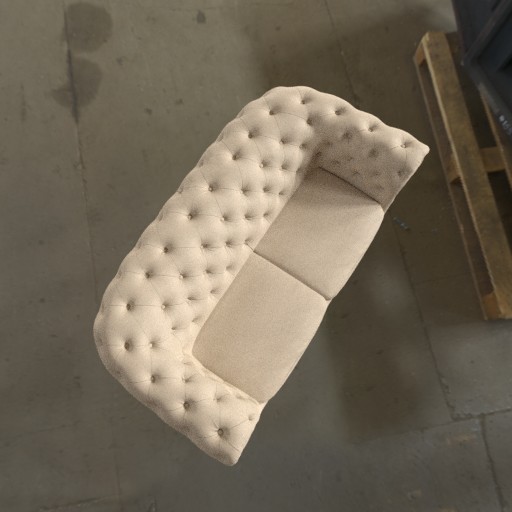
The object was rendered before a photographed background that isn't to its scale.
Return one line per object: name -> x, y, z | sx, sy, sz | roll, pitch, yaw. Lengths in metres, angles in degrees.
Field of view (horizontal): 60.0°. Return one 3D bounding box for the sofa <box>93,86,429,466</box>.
sofa -> 0.000, 0.000, 2.628 | 1.069, 0.835, 1.988 | 33, 77, 8
